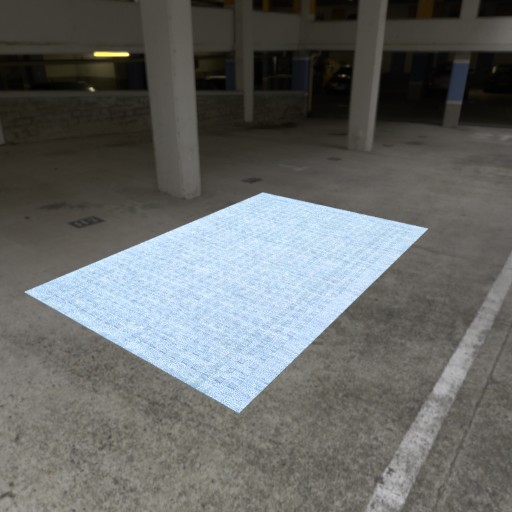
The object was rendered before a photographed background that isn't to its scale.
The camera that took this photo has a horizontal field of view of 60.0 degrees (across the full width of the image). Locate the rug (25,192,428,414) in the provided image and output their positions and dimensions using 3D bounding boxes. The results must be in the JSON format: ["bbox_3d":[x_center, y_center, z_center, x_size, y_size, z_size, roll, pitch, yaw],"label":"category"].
[{"bbox_3d":[0.000,0.000,2.894,1.522,0.006,2.286,18,31,32],"label":"rug"}]
